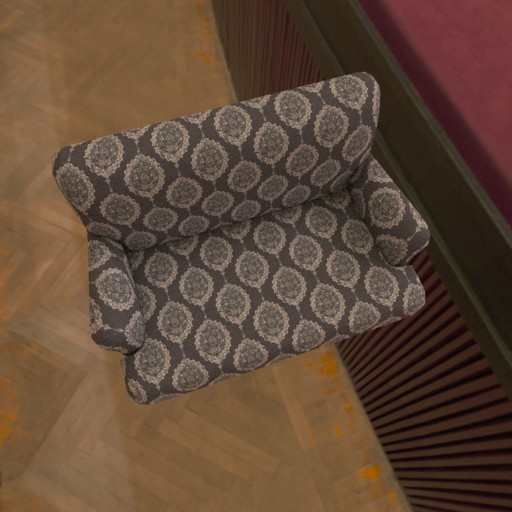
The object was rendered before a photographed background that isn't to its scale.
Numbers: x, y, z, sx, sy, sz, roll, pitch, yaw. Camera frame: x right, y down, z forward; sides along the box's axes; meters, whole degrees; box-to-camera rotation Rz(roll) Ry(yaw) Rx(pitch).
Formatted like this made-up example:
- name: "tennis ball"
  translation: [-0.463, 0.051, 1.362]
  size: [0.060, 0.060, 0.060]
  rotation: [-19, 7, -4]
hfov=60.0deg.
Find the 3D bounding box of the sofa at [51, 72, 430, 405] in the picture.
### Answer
- name: "sofa"
  translation: [0.000, 0.000, 1.754]
  size: [1.297, 0.867, 0.779]
  rotation: [-17, 65, -8]
